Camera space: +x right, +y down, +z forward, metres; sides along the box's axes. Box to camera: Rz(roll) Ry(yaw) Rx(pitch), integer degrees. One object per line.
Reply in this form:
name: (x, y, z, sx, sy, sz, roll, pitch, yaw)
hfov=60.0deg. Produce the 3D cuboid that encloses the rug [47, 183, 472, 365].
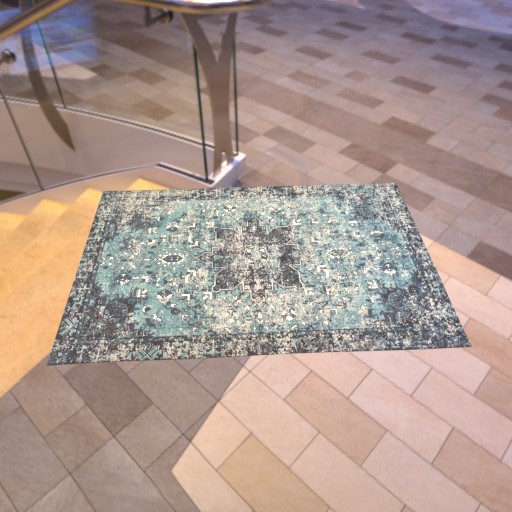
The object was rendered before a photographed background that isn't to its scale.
rug: (0.000, 0.000, 2.331, 1.828, 0.005, 1.219, -2, 45, -2)
